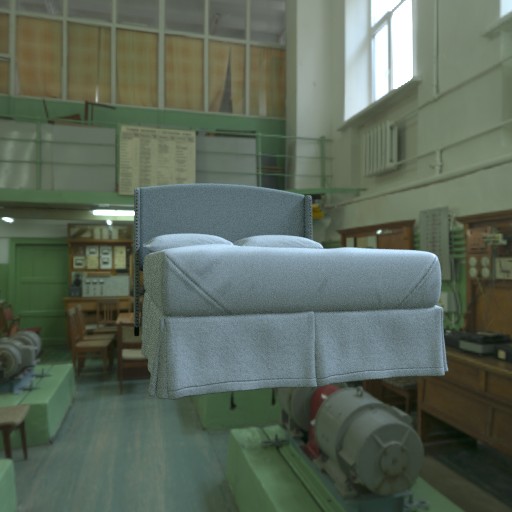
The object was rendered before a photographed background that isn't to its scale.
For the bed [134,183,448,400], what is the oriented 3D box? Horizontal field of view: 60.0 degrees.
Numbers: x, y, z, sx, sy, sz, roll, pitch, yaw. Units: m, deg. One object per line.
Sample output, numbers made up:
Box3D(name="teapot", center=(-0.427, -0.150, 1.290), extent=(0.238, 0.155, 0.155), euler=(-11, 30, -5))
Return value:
Box3D(name="bed", center=(0.000, 0.000, 3.304), extent=(1.710, 1.407, 2.237), euler=(0, -1, -17))
